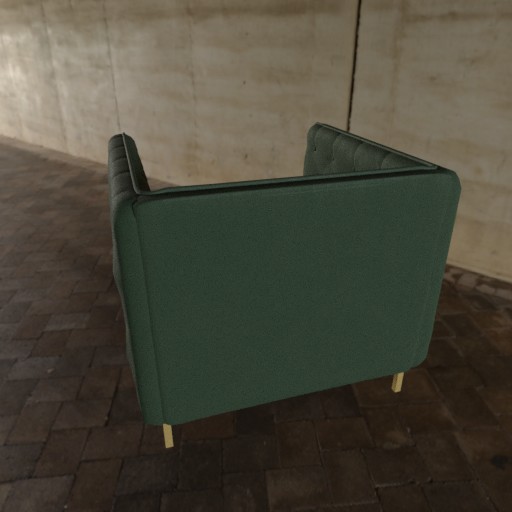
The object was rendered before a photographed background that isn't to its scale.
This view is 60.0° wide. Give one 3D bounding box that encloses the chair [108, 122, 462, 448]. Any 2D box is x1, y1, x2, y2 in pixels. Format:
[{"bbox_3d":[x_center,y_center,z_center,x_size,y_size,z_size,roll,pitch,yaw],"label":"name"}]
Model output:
[{"bbox_3d":[0.000,0.000,1.534,0.917,0.768,0.855,-8,27,-16],"label":"chair"}]
